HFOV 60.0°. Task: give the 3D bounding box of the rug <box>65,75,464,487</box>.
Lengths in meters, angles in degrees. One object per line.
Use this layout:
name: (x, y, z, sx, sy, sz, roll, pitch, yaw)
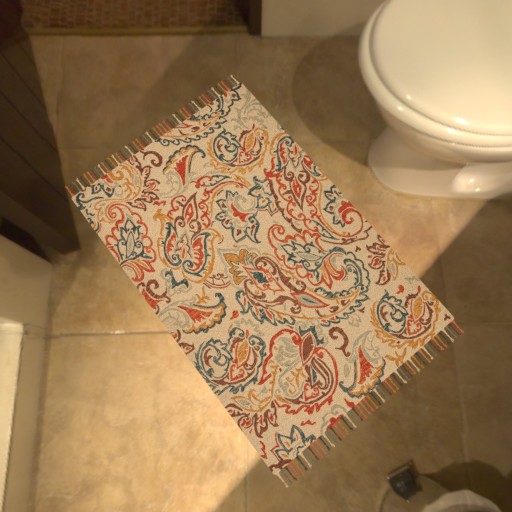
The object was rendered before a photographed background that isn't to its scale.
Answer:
rug: (0.000, 0.000, 2.417, 1.218, 0.010, 1.997, -37, 78, -9)
